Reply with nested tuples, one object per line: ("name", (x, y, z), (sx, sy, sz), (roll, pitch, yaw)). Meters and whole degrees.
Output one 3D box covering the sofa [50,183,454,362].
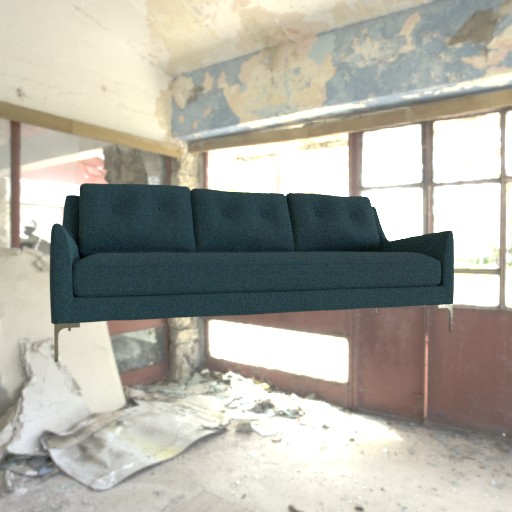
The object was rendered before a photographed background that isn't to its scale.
("sofa", (0.000, 0.000, 2.498), (2.060, 0.837, 0.849), (0, 1, -19))
